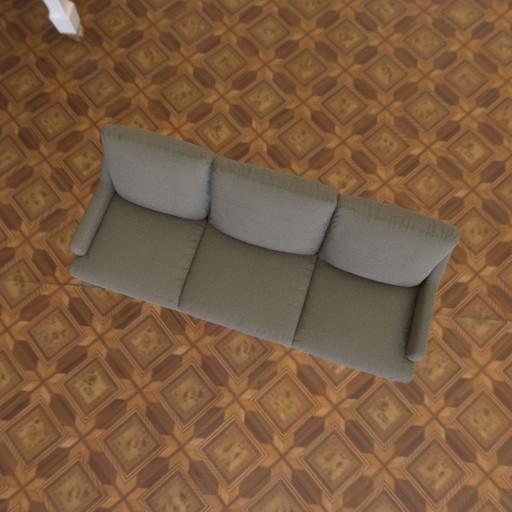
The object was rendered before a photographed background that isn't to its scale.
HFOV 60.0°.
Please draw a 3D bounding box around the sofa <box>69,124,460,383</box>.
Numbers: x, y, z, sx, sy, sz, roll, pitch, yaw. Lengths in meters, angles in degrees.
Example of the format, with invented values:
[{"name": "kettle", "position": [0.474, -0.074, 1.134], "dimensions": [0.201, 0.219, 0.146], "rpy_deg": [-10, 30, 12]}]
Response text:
[{"name": "sofa", "position": [0.000, 0.000, 2.909], "dimensions": [2.344, 0.926, 0.987], "rpy_deg": [17, 75, 5]}]
